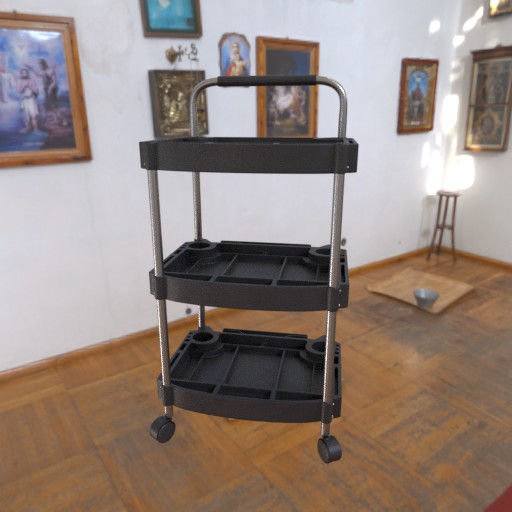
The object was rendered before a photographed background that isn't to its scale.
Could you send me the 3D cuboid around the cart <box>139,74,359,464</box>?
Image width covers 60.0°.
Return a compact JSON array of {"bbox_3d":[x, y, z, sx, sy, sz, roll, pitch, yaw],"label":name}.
[{"bbox_3d":[0.000,0.000,1.375,0.584,1.075,0.518,3,17,9],"label":"cart"}]
